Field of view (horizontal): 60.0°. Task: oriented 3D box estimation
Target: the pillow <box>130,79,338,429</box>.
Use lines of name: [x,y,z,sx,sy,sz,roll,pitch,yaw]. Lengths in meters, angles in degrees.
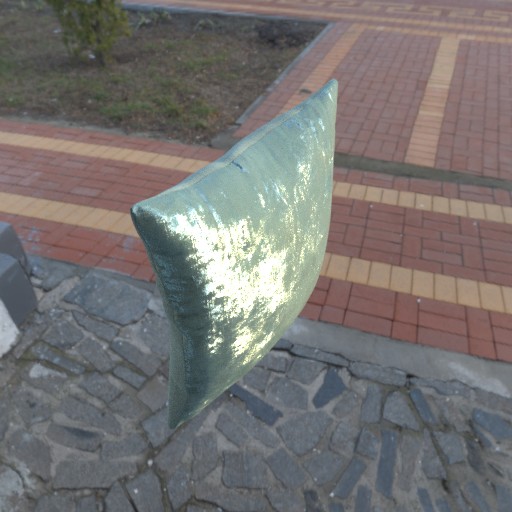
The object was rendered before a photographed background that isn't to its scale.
pillow: [0.000,0.000,0.741,0.175,0.464,0.470,24,46,26]
